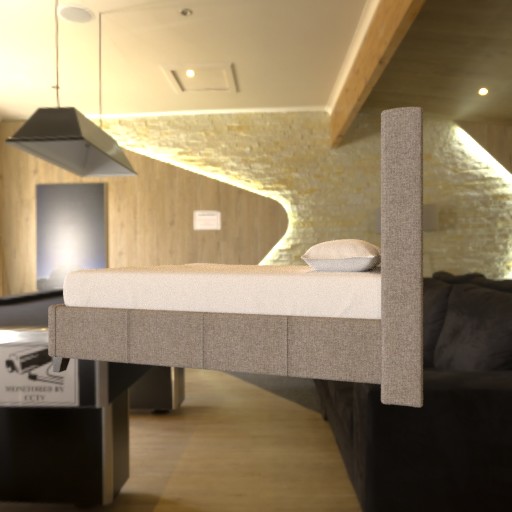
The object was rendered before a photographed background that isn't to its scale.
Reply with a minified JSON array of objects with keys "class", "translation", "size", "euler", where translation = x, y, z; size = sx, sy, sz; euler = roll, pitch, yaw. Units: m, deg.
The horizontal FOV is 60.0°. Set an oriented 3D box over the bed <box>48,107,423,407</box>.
[{"class":"bed","translation":[0.000,0.000,3.295],"size":[2.245,1.476,1.714],"euler":[0,0,18]}]
